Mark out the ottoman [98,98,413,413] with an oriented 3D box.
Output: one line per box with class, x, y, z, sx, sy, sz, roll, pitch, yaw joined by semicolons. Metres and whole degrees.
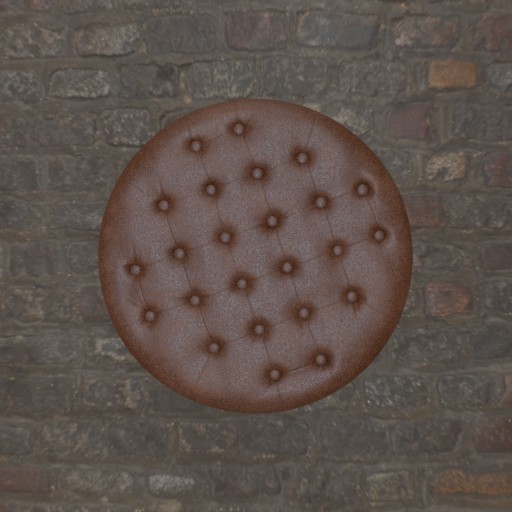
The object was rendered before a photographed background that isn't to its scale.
ottoman;0.000;0.000;1.079;0.637;0.442;0.637;0;90;1
